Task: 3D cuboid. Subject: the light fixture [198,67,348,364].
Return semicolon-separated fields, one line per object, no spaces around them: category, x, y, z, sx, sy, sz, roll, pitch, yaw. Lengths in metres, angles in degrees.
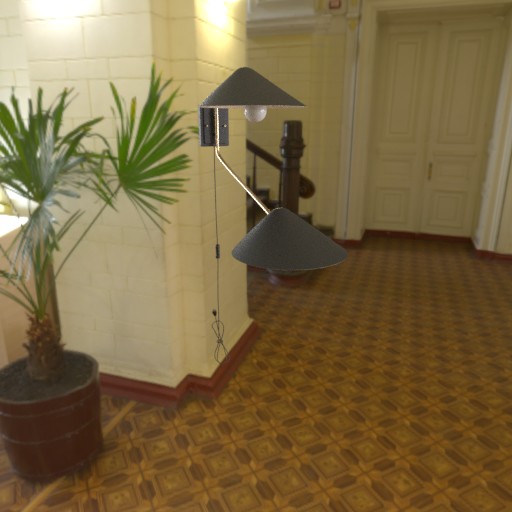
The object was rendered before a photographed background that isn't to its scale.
light fixture;0.000;0.000;0.834;0.189;0.665;0.422;-8;19;-26
